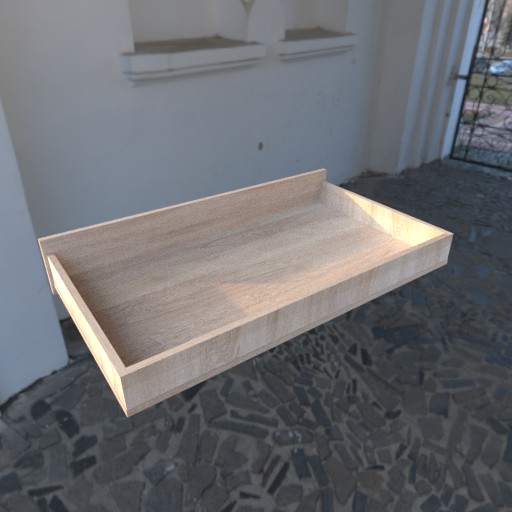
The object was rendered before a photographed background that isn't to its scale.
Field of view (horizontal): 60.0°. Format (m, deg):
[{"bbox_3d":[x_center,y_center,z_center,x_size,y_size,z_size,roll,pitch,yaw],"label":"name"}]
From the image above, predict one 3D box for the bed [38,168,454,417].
[{"bbox_3d":[0.000,0.000,1.499,1.200,0.209,0.685,-19,34,-30],"label":"bed"}]
